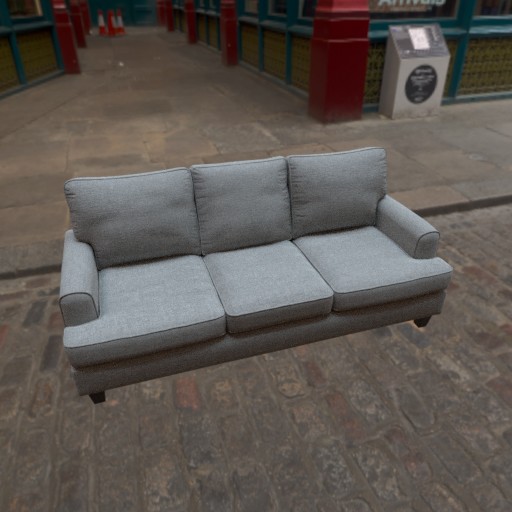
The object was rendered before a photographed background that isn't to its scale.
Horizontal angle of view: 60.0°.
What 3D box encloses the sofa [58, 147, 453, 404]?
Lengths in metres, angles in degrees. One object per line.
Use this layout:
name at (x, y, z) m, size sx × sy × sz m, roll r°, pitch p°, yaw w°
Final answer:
sofa at (0.000, 0.000, 2.652) m, size 2.158 × 0.965 × 0.951 m, roll -9°, pitch 33°, yaw -15°
